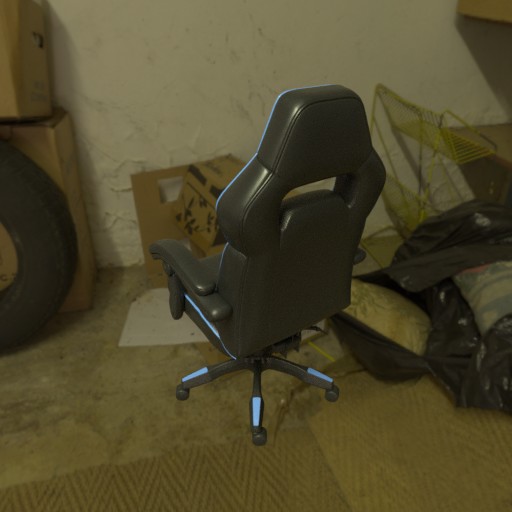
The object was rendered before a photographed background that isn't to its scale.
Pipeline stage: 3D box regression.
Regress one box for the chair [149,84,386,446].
[{"bbox_3d":[0.000,0.000,1.678,0.700,1.280,0.700,-19,35,-30],"label":"chair"}]
